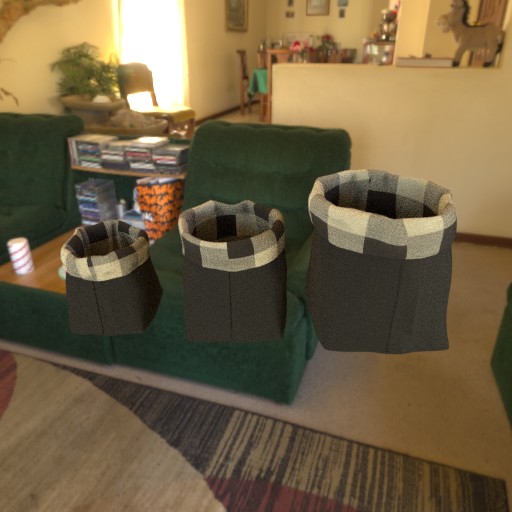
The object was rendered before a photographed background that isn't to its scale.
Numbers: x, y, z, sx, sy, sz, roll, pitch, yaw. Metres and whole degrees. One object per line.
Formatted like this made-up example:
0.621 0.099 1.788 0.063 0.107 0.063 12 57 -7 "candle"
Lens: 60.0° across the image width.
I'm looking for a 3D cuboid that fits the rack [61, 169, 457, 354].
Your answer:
0.000 0.000 1.037 0.889 0.329 0.370 0 26 1 "rack"
